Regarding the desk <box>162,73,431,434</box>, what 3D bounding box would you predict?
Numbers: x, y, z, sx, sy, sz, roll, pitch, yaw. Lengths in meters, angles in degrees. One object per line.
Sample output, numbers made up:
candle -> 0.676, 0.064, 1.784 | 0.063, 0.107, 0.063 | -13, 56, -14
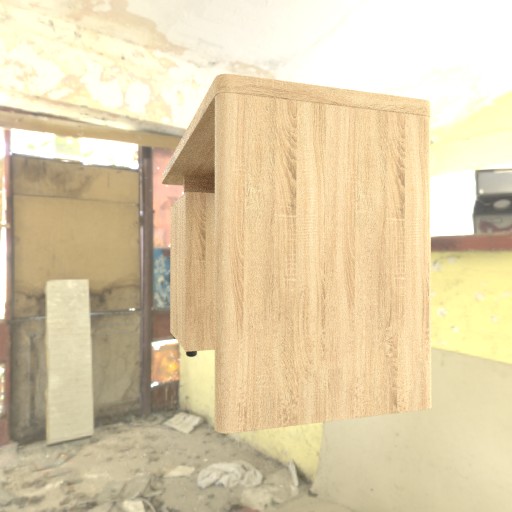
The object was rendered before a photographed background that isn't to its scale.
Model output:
desk -> 0.000, 0.000, 1.581 | 0.550, 0.760, 1.200 | 0, -1, -18
